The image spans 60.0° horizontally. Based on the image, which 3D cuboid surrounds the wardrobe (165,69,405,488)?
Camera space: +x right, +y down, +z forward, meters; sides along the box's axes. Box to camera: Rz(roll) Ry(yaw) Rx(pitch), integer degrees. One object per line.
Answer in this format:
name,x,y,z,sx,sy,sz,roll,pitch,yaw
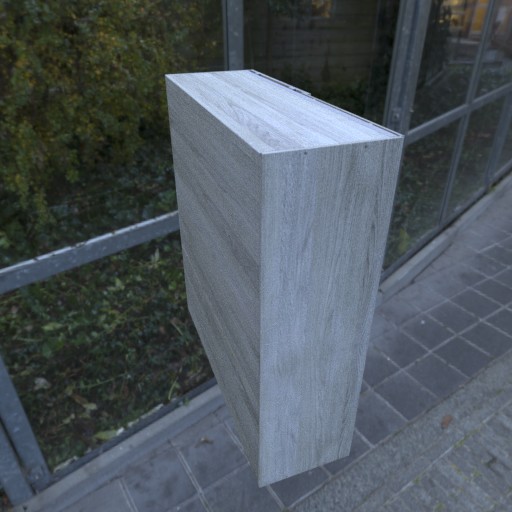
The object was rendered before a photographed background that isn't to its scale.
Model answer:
wardrobe,0.000,0.000,2.836,0.629,1.960,1.780,-11,33,-18
